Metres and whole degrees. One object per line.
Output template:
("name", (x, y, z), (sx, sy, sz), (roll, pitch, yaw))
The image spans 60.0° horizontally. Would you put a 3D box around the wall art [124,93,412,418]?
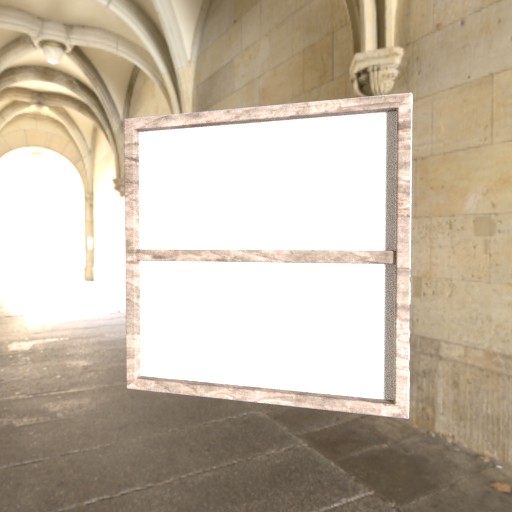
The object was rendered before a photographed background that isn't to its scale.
("wall art", (0.000, 0.000, 1.135), (0.747, 0.747, 0.035), (1, 2, 17))
